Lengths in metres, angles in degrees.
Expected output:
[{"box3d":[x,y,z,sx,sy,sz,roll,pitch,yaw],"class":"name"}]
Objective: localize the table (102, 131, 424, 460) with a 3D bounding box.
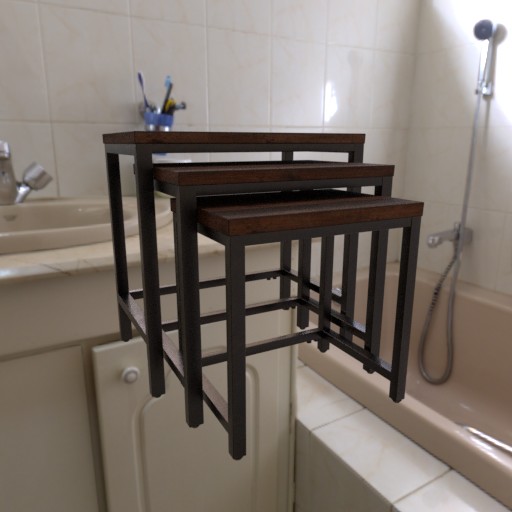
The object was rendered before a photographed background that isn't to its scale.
[{"box3d":[0.000,0.000,1.149,0.608,0.616,0.660,-7,16,-27],"class":"table"}]
